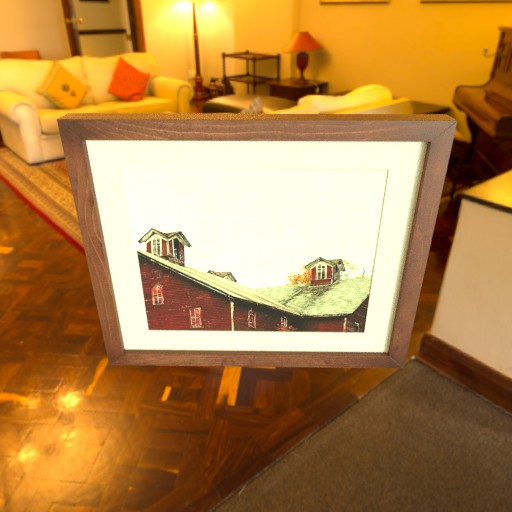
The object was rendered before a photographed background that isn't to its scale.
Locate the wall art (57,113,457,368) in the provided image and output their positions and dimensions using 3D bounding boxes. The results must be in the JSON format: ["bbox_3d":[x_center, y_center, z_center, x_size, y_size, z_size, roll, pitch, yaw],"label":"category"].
[{"bbox_3d":[0.000,0.000,0.536,0.401,0.328,0.030,0,29,1],"label":"wall art"}]
